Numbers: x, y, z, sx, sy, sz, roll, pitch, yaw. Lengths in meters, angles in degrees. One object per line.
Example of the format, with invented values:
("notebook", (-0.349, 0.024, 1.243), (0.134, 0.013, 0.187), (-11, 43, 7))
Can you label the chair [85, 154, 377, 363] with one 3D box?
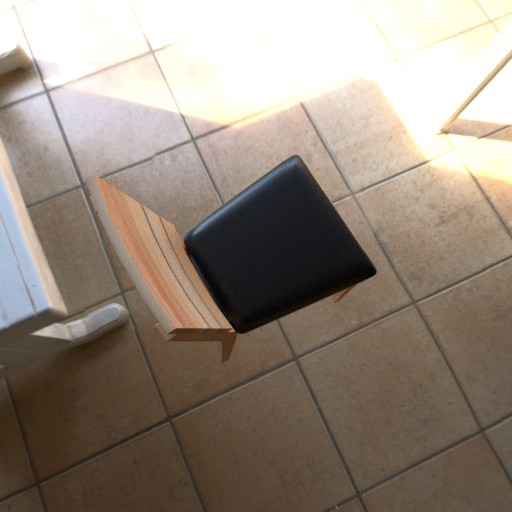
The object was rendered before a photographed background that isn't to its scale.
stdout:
("chair", (0.000, 0.000, 1.186), (0.520, 0.940, 0.410), (-30, 77, -8))
